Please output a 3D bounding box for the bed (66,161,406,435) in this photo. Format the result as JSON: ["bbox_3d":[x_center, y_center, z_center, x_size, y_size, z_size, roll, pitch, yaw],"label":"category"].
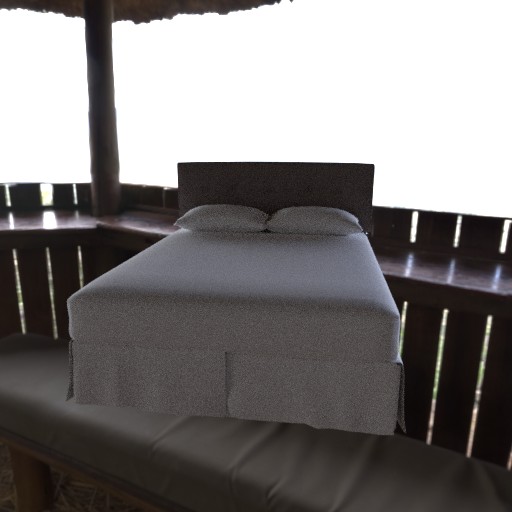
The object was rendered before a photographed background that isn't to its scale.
[{"bbox_3d":[0.000,0.000,2.792,1.610,1.089,1.894,2,15,8],"label":"bed"}]
